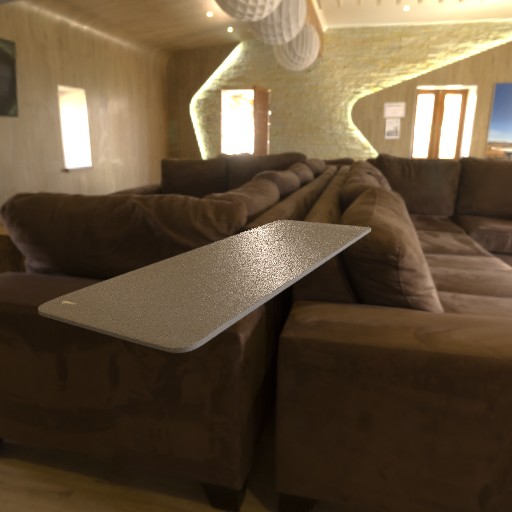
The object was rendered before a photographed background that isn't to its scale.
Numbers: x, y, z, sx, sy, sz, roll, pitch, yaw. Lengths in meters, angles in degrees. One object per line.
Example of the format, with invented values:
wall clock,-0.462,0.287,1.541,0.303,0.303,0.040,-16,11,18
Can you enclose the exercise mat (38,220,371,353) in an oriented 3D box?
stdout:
exercise mat,0.000,0.000,2.059,0.616,0.021,1.884,8,16,28
